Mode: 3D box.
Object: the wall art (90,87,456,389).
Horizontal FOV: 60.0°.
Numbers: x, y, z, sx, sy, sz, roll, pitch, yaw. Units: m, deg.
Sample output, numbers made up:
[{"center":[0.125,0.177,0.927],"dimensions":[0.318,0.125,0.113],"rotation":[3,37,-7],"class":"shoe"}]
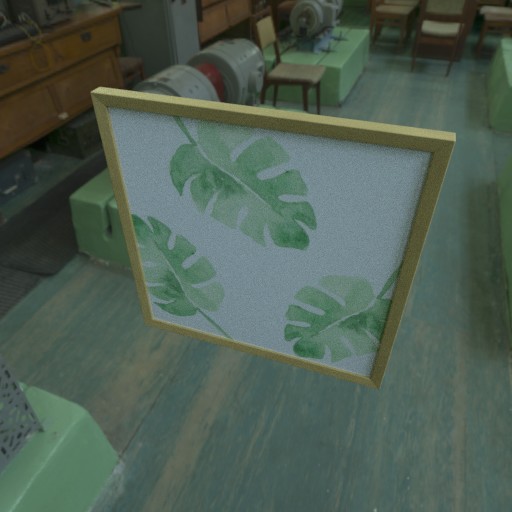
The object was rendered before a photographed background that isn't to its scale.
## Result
[{"center":[0.000,0.000,1.139],"dimensions":[0.763,0.763,0.037],"rotation":[12,41,15],"class":"wall art"}]
